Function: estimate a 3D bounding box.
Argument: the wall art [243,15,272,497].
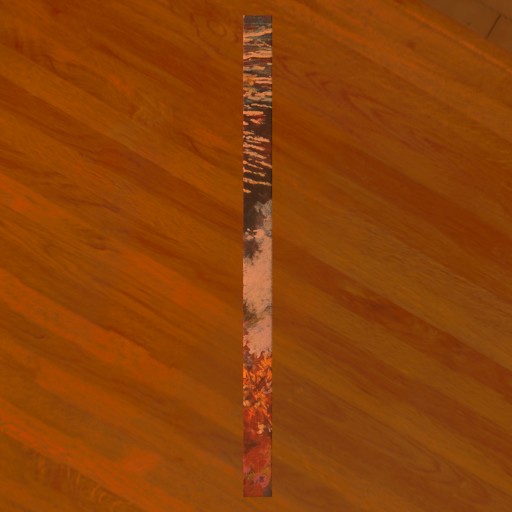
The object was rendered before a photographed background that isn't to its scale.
[{"bbox_3d":[0.000,0.000,0.764,0.037,0.406,0.610,0,90,-1],"label":"wall art"}]
